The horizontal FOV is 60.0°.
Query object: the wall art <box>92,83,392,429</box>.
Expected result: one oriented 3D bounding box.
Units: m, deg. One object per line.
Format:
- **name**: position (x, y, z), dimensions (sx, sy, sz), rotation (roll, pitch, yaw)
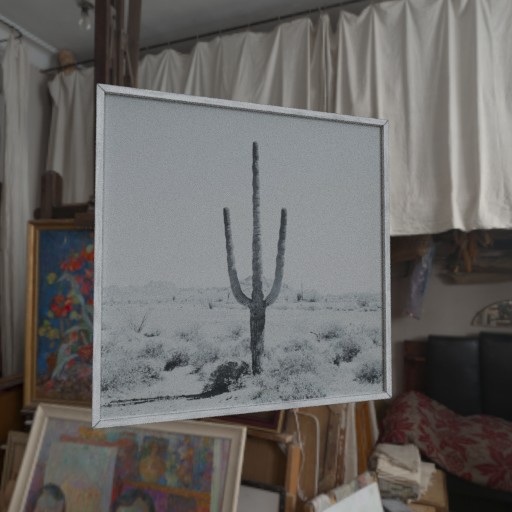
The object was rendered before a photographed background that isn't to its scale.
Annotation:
- **wall art**: position (0.000, 0.000, 1.113), dimensions (0.762, 0.762, 0.038), rotation (1, -2, -18)
